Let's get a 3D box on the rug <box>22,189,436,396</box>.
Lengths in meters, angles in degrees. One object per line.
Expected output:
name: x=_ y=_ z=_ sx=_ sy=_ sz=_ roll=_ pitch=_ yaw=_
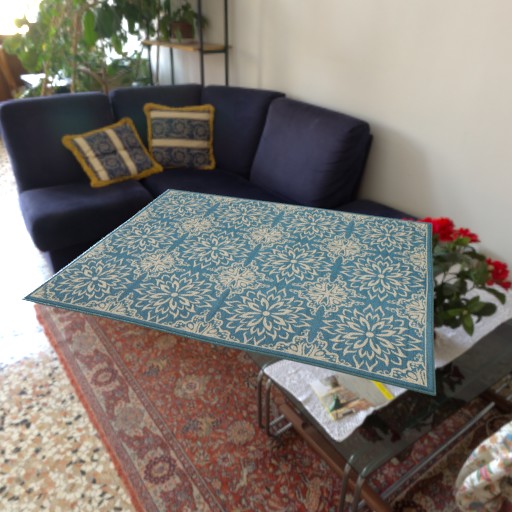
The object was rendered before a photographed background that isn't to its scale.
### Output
rug: x=0.000 y=0.000 z=3.911 sx=2.964 sy=0.018 sz=2.350 roll=10 pitch=32 yaw=16
